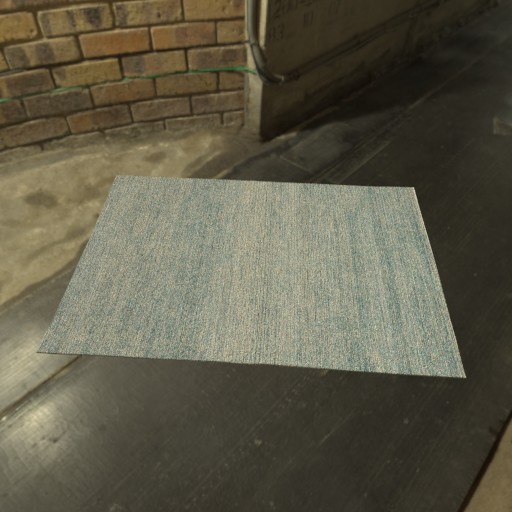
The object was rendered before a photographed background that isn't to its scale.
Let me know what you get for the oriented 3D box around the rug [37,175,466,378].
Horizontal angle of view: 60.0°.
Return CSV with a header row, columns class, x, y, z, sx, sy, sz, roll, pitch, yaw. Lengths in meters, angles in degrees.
class,x,y,z,sx,sy,sz,roll,pitch,yaw
rug,0.000,0.000,5.099,4.078,0.052,2.802,3,47,3
